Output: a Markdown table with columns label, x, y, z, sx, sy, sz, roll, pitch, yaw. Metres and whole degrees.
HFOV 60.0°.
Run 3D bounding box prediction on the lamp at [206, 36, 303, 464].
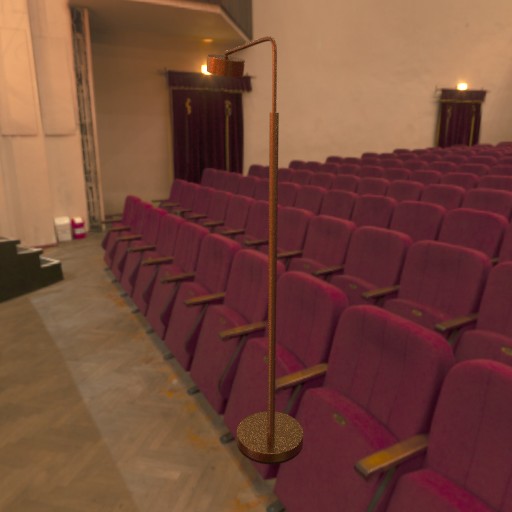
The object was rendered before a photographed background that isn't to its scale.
| label | x | y | z | sx | sy | sz | roll | pitch | yaw |
| --- | --- | --- | --- | --- | --- | --- | --- | --- | --- |
| lamp | 0.000 | 0.000 | 1.401 | 0.219 | 1.230 | 0.418 | -8 | 17 | -27 |
